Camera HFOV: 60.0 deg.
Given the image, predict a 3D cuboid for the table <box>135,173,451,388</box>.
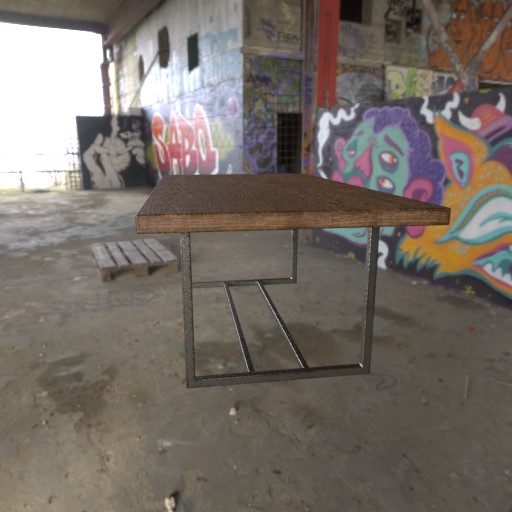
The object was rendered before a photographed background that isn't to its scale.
[{"bbox_3d":[0.000,0.000,2.519,1.078,0.795,1.989,-2,14,-9],"label":"table"}]
